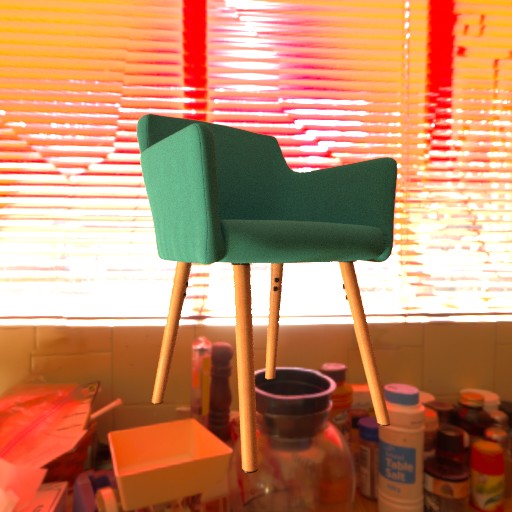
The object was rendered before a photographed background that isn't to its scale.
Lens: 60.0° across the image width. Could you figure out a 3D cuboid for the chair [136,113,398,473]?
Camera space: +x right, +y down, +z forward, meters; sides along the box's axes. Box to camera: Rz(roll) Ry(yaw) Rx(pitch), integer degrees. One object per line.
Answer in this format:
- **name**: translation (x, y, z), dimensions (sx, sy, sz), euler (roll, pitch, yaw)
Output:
- **chair**: translation (0.000, 0.000, 1.131), dimensions (0.570, 0.780, 0.540), euler (-1, 1, -35)
